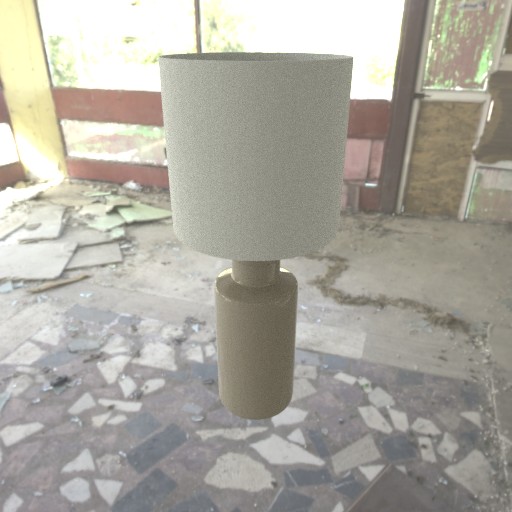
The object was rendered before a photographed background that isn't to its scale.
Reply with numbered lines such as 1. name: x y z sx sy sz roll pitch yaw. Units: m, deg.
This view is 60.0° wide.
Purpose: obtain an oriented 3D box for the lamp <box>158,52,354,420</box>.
1. lamp: 0.000 0.000 0.598 0.212 0.493 0.212 -18 32 -32
